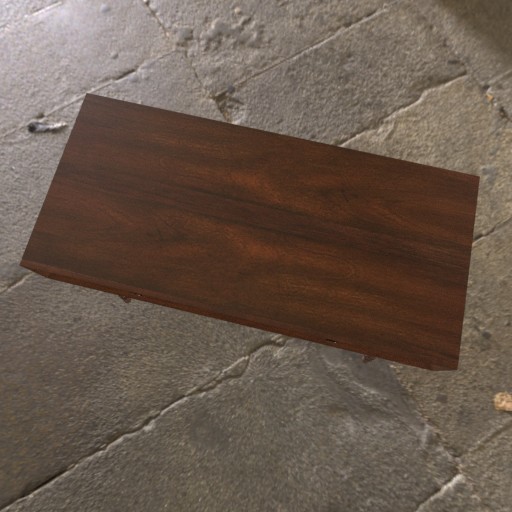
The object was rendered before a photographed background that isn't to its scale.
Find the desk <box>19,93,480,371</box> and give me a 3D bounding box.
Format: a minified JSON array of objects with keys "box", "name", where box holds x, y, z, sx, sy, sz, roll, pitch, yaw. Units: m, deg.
[{"box":[0.000,0.000,2.135,1.577,1.031,0.734,13,75,3],"name":"desk"}]
